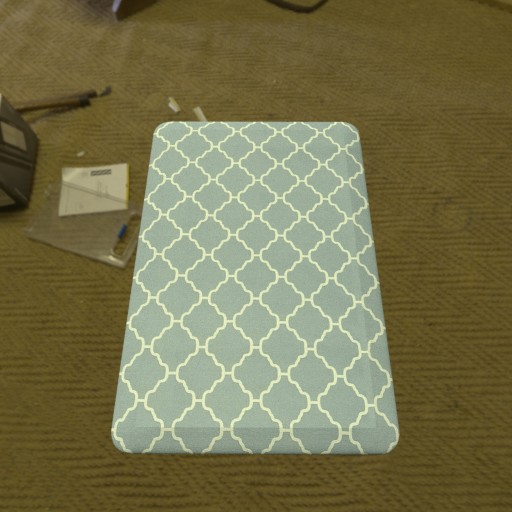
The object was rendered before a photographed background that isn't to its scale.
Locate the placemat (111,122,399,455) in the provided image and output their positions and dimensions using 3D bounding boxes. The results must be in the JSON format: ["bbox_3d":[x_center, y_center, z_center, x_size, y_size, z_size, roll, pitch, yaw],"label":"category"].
[{"bbox_3d":[0.000,0.000,0.932,0.508,0.021,0.762,0,63,0],"label":"placemat"}]
